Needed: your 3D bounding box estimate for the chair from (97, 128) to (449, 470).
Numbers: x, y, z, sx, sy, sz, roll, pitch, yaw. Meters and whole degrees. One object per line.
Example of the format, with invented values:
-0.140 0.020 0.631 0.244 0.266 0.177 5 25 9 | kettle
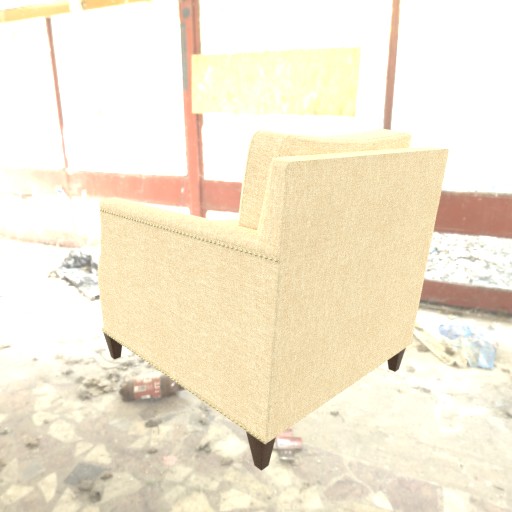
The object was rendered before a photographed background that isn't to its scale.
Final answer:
0.000 0.000 1.700 0.838 0.940 1.041 -15 22 -42 | chair
